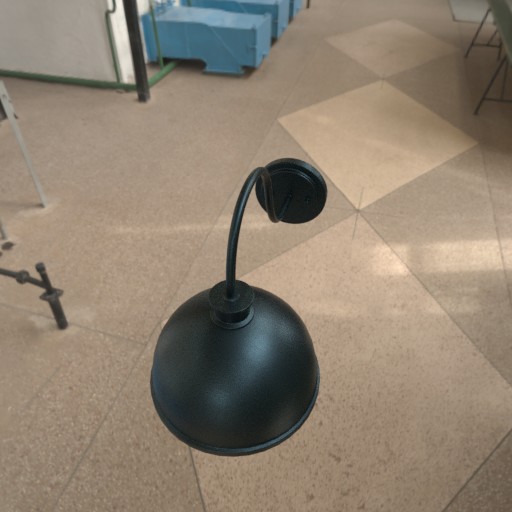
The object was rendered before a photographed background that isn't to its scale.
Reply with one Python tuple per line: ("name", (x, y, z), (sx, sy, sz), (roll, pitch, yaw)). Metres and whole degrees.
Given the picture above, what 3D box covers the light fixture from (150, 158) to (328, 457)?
("light fixture", (0.000, 0.000, 0.650), (0.253, 0.295, 0.467), (11, 43, 12))
